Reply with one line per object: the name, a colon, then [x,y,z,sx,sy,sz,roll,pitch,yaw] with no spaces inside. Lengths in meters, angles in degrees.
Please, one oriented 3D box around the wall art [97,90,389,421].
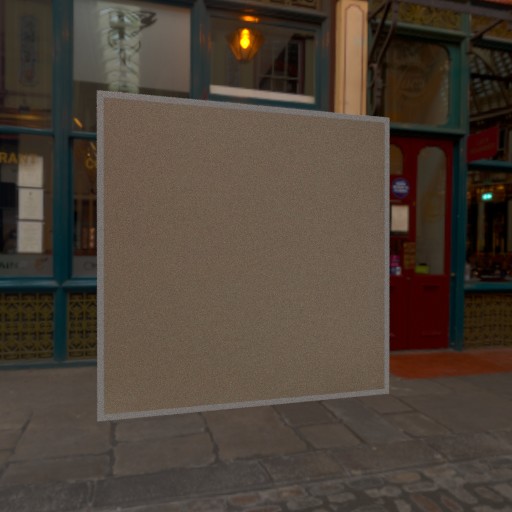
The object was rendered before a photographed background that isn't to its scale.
wall art: [0.000,0.000,0.675,0.456,0.456,0.007,0,0,-16]
